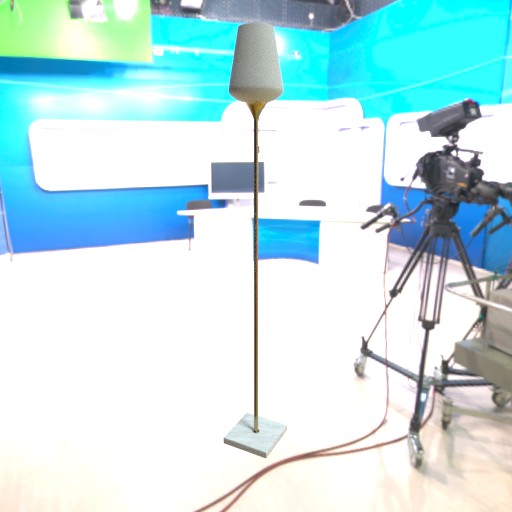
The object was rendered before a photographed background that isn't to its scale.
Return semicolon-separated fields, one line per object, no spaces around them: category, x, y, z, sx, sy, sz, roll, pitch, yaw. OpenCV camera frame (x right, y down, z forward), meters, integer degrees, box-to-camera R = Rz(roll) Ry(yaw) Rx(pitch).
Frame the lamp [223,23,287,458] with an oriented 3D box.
lamp;0.000;0.000;1.928;0.229;1.813;0.232;7;16;27
